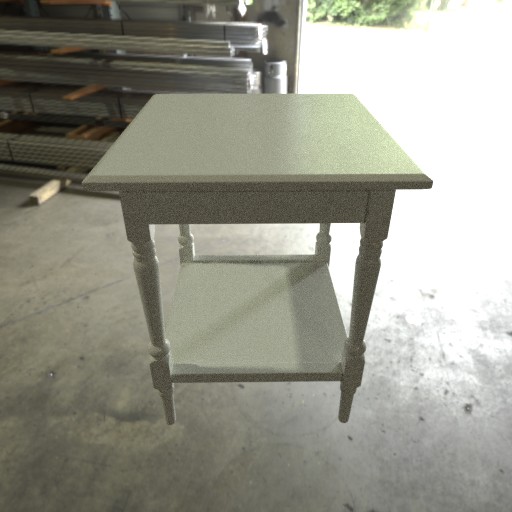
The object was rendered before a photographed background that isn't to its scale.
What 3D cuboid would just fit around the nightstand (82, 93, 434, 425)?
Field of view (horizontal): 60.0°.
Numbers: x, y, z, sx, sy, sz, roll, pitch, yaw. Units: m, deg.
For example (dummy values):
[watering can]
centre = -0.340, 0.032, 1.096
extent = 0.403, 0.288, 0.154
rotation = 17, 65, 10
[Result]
[nightstand]
centre = 0.000, 0.000, 0.935
extent = 0.459, 0.555, 0.505
rotation = 0, 32, -1
